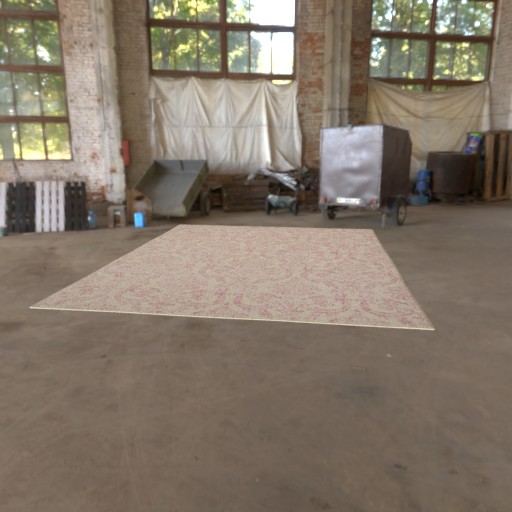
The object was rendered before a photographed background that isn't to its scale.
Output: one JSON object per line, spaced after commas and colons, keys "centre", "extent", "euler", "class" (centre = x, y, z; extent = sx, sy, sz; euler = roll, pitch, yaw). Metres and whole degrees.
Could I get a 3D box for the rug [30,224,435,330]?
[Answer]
{"centre": [0.000, 0.000, 3.967], "extent": [2.363, 0.012, 2.980], "euler": [2, 14, 8], "class": "rug"}
